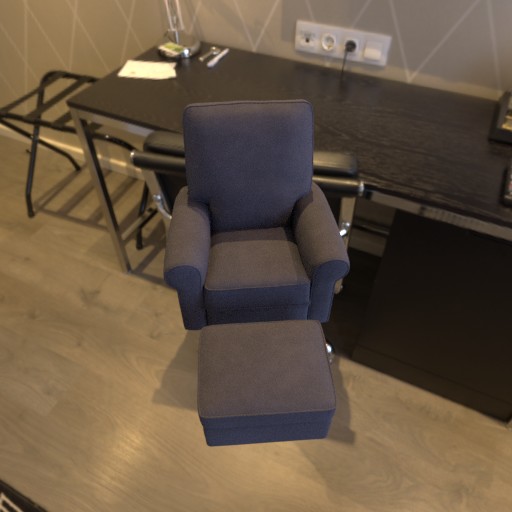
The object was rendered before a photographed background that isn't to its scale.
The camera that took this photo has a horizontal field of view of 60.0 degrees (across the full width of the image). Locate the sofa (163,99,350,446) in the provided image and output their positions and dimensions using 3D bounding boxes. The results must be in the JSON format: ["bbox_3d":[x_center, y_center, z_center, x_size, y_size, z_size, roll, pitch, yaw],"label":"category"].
[{"bbox_3d":[0.000,0.000,2.137,0.880,0.959,1.478,-3,46,-3],"label":"sofa"}]
